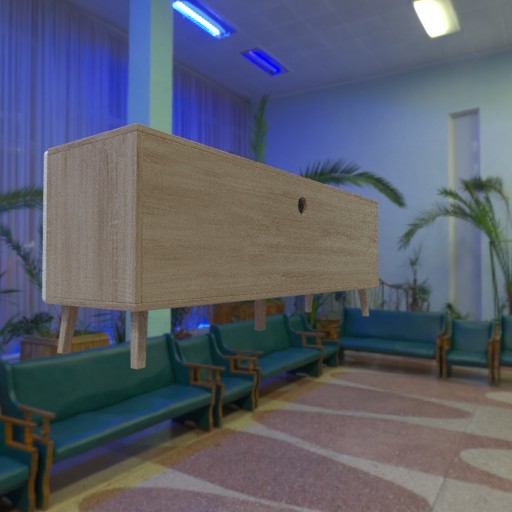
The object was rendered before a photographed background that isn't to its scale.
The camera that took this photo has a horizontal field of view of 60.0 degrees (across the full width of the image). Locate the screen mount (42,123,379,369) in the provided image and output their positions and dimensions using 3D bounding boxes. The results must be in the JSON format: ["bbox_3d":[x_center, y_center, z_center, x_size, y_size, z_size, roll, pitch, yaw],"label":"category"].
[{"bbox_3d":[0.000,0.000,1.730,0.420,0.570,1.500,-1,-2,36],"label":"screen mount"}]
